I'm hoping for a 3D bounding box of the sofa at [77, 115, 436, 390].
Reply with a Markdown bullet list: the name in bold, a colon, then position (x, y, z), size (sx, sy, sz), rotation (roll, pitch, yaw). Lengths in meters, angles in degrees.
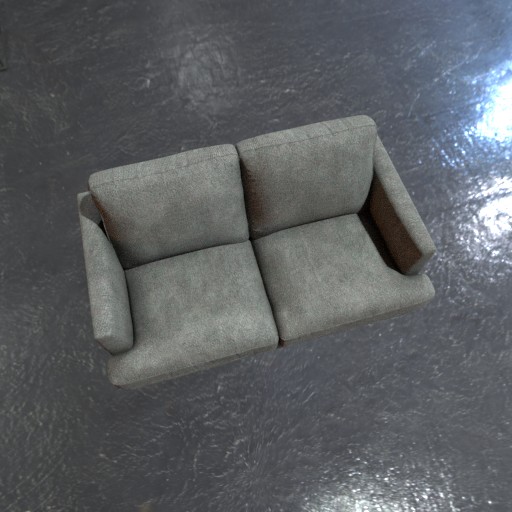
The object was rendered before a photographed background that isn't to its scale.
- **sofa**: position (0.000, 0.000, 2.222), size (1.582, 0.956, 0.903), rotation (-14, 64, -7)
